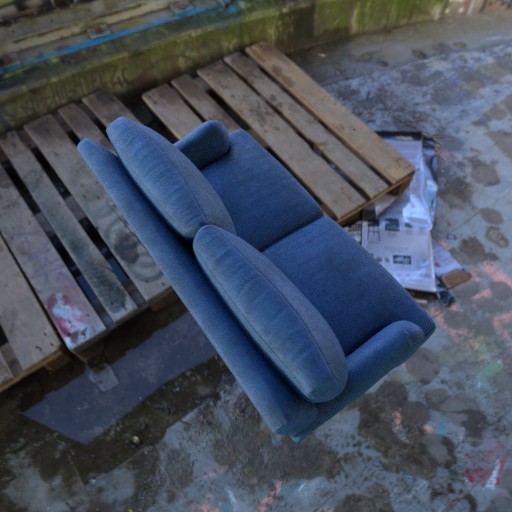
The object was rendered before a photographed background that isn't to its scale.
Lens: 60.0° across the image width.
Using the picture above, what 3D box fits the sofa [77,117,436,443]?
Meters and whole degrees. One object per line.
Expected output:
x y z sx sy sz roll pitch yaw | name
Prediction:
0.000 0.000 2.507 1.084 1.101 1.853 -31 64 -18 | sofa
